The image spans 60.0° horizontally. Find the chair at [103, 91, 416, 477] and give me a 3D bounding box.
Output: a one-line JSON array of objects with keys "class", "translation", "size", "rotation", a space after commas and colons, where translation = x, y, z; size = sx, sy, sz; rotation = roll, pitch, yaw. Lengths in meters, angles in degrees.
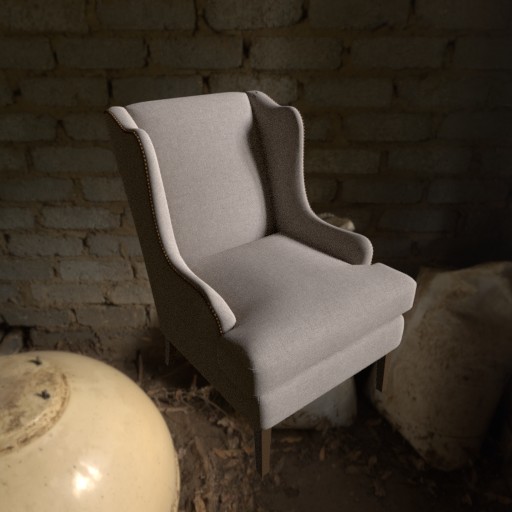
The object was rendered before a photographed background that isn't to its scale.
[{"class": "chair", "translation": [0.000, 0.000, 1.647], "size": [0.737, 1.029, 0.940], "rotation": [-20, 35, -32]}]
